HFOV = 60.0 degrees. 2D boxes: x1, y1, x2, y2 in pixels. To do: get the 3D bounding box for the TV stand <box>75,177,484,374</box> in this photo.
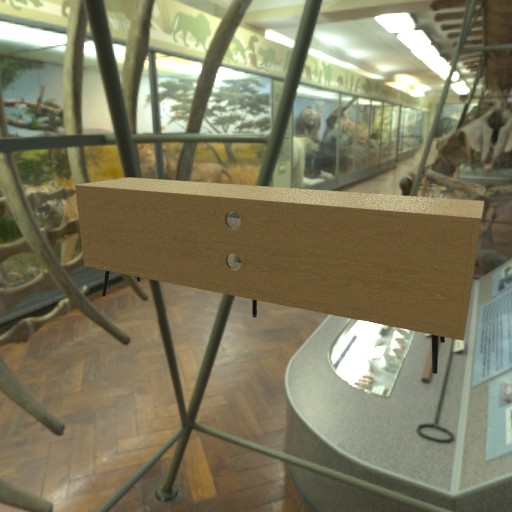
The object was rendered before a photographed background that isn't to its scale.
[{"bbox_3d":[0.000,0.000,1.995,1.760,0.580,0.400,8,18,26],"label":"TV stand"}]
